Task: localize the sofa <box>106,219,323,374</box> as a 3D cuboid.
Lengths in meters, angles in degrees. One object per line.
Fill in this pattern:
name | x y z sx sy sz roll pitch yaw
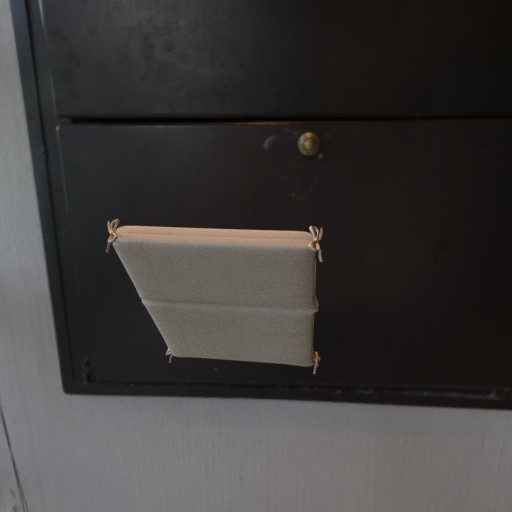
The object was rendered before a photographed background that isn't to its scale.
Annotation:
sofa | 0.000 0.000 1.929 0.582 0.622 1.663 2 17 8
